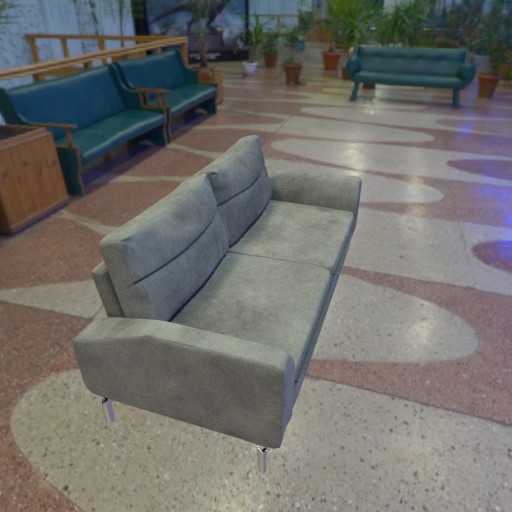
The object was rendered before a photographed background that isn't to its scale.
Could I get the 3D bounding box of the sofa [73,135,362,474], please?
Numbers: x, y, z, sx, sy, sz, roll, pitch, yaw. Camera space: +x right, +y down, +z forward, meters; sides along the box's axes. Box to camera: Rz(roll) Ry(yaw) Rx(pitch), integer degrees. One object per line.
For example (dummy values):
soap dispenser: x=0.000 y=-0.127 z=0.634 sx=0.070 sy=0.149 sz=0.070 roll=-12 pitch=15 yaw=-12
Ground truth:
sofa: x=0.000 y=0.000 z=2.321 sx=0.849 sy=0.859 sz=1.837 roll=10 pitch=32 yaw=17
